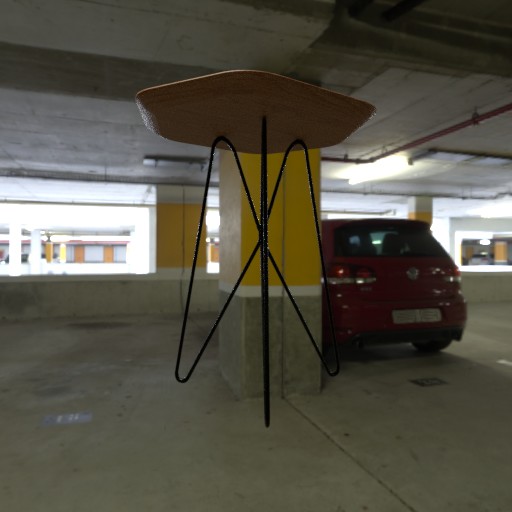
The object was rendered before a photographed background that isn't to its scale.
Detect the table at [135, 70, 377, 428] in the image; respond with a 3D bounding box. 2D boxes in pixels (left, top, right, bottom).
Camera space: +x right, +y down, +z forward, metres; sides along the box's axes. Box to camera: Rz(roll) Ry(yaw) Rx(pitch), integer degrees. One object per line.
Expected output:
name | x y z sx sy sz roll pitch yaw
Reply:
table | 0.000 0.000 0.906 0.500 0.562 0.400 0 0 -35
